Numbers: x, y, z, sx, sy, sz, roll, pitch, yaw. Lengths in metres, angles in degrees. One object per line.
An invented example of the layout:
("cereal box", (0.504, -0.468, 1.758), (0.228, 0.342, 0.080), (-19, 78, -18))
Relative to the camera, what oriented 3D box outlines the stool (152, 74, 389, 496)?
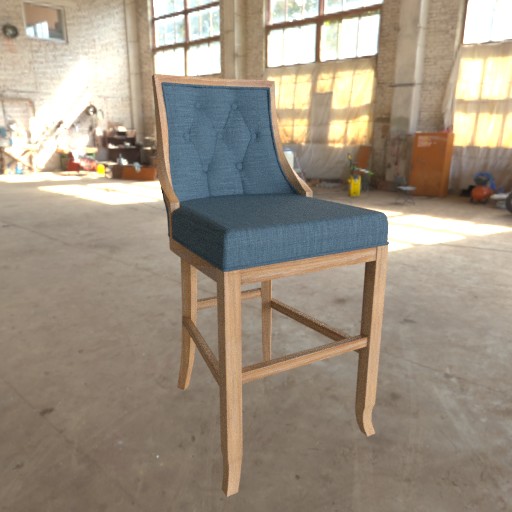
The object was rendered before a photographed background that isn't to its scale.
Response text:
("stool", (0.000, 0.000, 1.404), (0.524, 1.101, 0.626), (-9, 18, -28))
